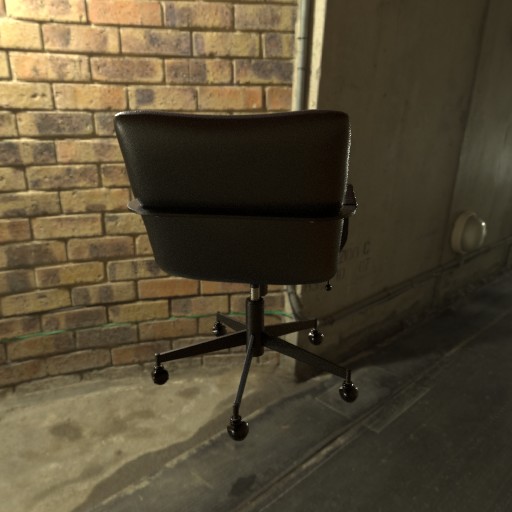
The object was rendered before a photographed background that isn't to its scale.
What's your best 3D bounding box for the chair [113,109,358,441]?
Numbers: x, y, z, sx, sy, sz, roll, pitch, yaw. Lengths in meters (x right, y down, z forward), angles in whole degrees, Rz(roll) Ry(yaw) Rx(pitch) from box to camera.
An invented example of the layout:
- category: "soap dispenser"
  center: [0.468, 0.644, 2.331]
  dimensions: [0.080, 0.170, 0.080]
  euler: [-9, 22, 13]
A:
- category: "chair"
  center: [0.000, 0.000, 1.494]
  dimensions: [0.719, 0.922, 0.748]
  euler: [3, 17, 9]
